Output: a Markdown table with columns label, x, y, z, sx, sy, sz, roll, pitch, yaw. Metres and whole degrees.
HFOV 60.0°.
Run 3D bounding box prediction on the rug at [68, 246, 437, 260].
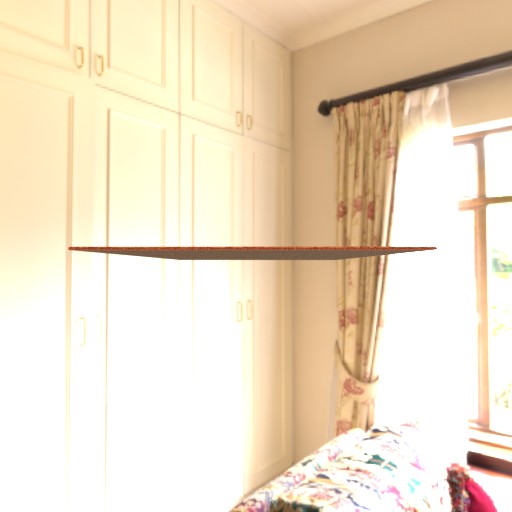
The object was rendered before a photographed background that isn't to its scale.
| label | x | y | z | sx | sy | sz | roll | pitch | yaw |
| --- | --- | --- | --- | --- | --- | --- | --- | --- | --- |
| rug | 0.000 | 0.000 | 3.039 | 1.524 | 0.015 | 2.438 | 0 | -1 | 1 |
